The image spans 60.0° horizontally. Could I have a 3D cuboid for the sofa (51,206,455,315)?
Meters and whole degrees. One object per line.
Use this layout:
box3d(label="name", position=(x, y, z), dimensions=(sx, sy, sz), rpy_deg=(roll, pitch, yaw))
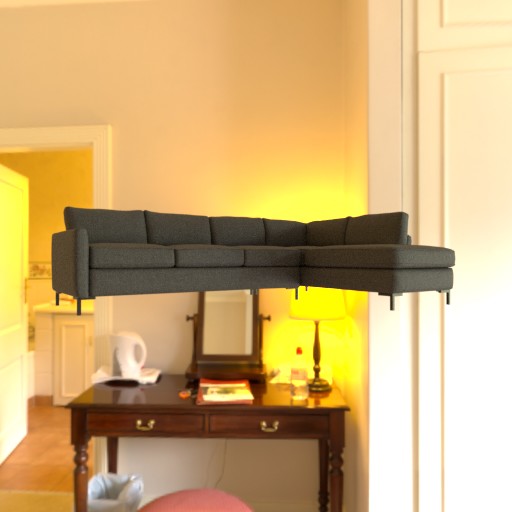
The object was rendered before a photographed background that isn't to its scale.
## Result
box3d(label="sofa", position=(0.000, 0.000, 3.857), dimensions=(2.972, 0.858, 1.984), rpy_deg=(0, 0, -35))
